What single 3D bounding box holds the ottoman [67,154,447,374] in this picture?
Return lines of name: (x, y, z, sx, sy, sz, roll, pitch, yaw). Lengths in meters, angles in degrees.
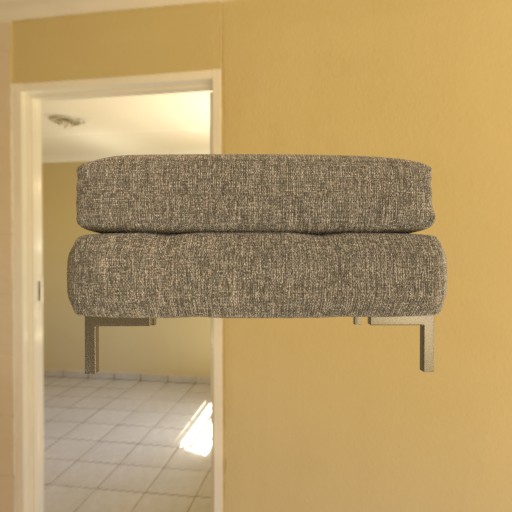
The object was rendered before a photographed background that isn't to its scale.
ottoman: (0.000, 0.000, 1.229, 0.828, 0.480, 0.683, 0, 1, -1)
